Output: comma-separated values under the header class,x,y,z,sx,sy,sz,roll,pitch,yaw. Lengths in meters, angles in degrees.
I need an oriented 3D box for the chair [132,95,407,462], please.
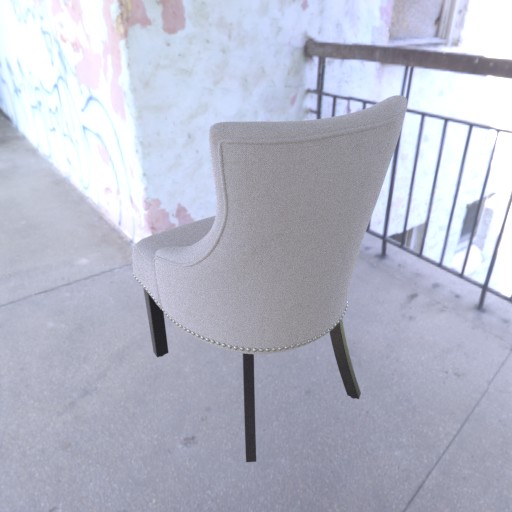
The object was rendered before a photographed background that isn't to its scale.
class,x,y,z,sx,sy,sz,roll,pitch,yaw
chair,0.000,0.000,1.280,0.566,0.909,0.629,-19,35,-29
